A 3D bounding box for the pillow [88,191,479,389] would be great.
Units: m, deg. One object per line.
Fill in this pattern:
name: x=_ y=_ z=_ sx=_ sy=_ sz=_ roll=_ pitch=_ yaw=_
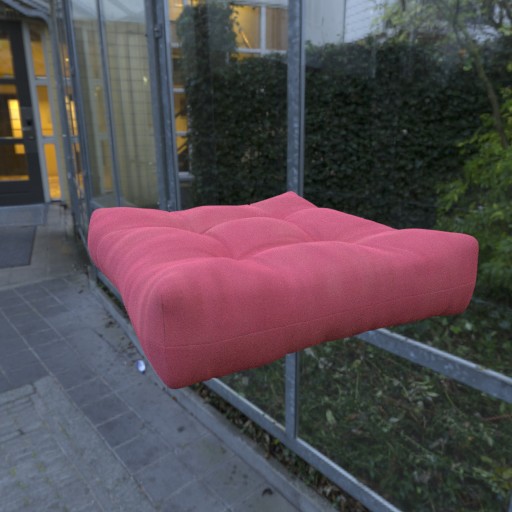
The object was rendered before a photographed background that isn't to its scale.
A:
pillow: x=0.000 y=0.000 z=0.718 sx=0.468 sy=0.128 sz=0.490 roll=-8 pitch=18 yaw=-26
